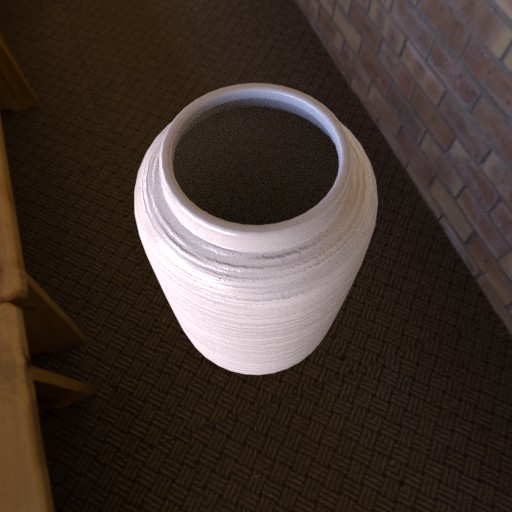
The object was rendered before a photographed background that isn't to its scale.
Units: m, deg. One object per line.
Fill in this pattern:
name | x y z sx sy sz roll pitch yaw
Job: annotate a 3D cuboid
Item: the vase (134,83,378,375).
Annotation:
vase | 0.000 0.000 0.464 0.202 0.335 0.202 0 64 0
